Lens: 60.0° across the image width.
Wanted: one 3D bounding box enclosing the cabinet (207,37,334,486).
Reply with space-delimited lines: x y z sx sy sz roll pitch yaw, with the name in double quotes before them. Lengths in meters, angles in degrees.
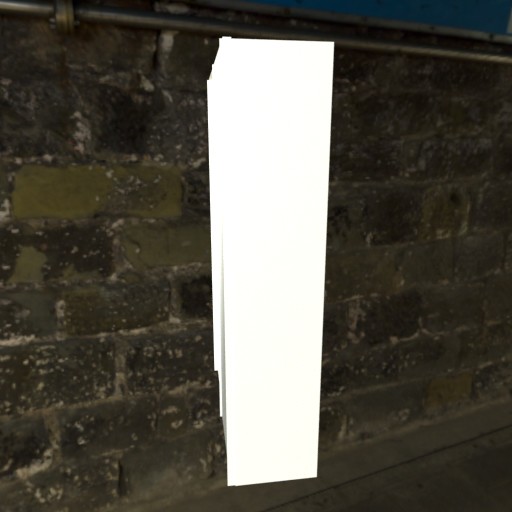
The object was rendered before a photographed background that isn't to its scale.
"cabinet" 0.000 0.000 2.687 0.480 2.160 1.250 -2 14 -8
